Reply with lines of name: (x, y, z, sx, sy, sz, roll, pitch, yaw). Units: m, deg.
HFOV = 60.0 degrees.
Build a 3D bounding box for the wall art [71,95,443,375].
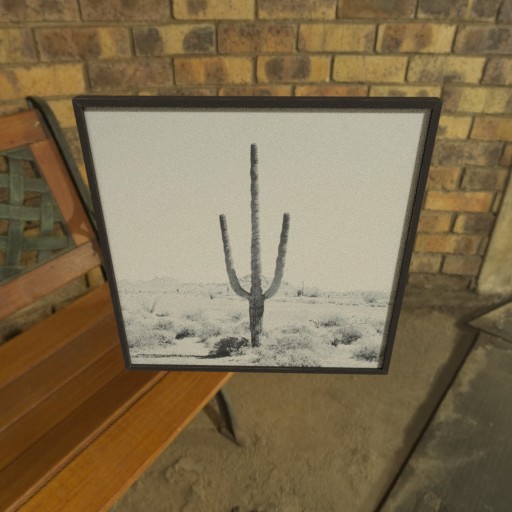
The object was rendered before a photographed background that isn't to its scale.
wall art: (0.000, 0.000, 1.115, 0.762, 0.762, 0.038, 1, 30, 1)
